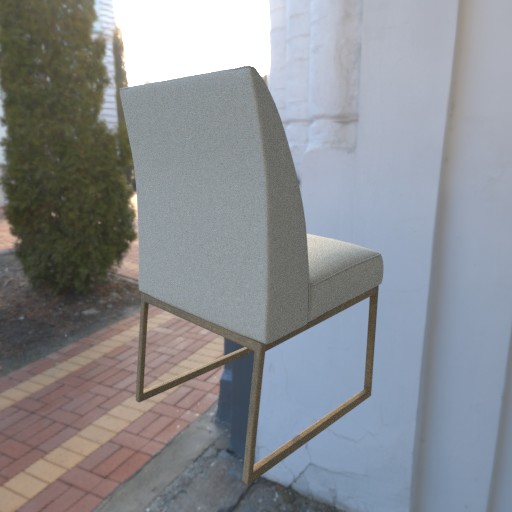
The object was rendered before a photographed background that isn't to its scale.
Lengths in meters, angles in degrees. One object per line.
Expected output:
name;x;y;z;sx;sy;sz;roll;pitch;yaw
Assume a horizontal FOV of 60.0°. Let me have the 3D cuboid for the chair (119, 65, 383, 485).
chair;0.000;0.000;1.209;0.522;0.863;0.508;-13;19;-43
